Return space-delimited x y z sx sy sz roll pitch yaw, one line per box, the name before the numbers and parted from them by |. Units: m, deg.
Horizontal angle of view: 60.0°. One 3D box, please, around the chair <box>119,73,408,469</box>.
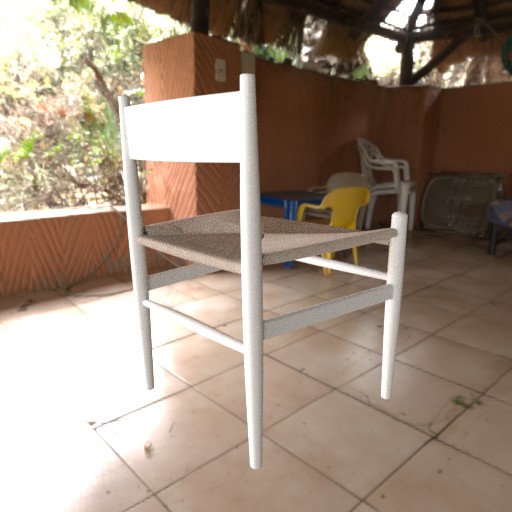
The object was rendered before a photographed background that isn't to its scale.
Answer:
chair | 0.000 0.000 1.114 0.495 0.762 0.556 -13 18 -42
